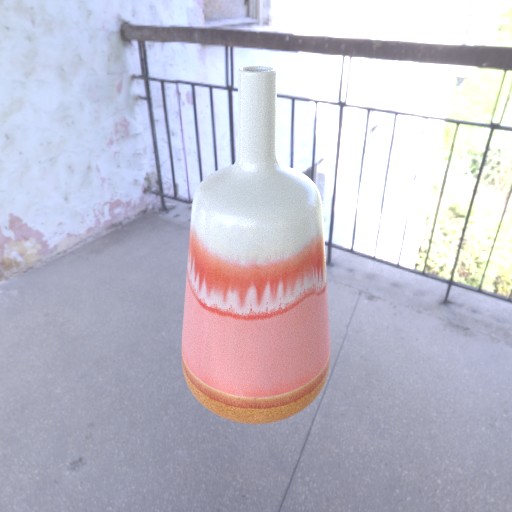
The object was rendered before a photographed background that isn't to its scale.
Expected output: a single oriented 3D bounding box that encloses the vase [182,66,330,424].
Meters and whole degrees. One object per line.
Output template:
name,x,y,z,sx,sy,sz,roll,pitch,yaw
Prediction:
vase,0.000,0.000,0.377,0.144,0.296,0.144,0,32,0
